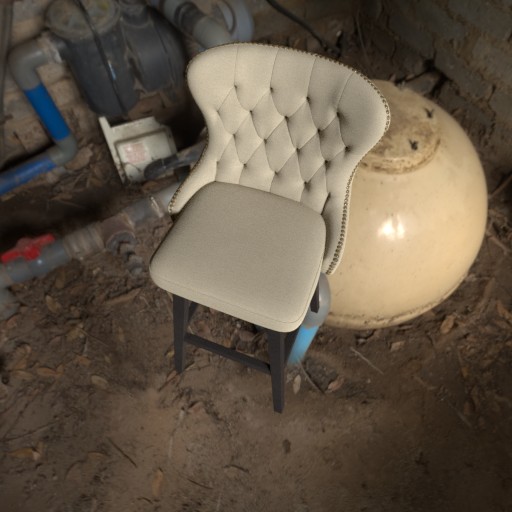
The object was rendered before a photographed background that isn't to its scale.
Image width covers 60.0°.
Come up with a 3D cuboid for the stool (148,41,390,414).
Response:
[{"bbox_3d":[0.000,0.000,1.398,0.528,1.066,0.605,19,60,11],"label":"stool"}]
